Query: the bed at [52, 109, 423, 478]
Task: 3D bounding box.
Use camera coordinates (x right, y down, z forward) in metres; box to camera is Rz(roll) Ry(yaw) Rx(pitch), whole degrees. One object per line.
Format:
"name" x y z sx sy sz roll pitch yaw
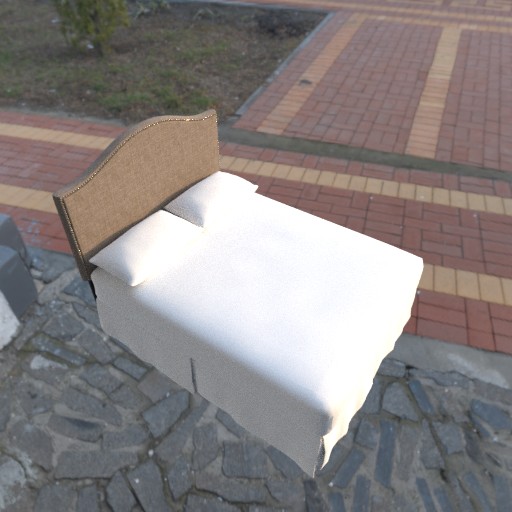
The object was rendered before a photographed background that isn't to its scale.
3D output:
"bed" 0.000 0.000 3.274 2.153 1.518 1.713 25 47 25
